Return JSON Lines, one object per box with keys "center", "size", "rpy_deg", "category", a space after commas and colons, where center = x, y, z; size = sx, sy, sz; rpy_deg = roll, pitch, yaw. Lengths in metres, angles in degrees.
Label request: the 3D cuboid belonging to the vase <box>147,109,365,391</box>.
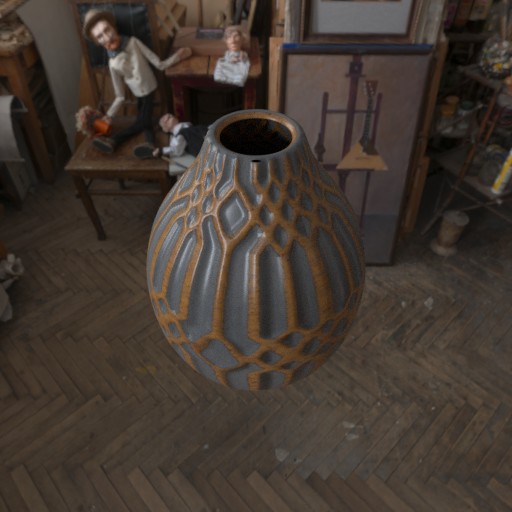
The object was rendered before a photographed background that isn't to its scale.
{"center": [0.000, 0.000, 0.139], "size": [0.069, 0.088, 0.069], "rpy_deg": [0, 46, 0], "category": "vase"}
